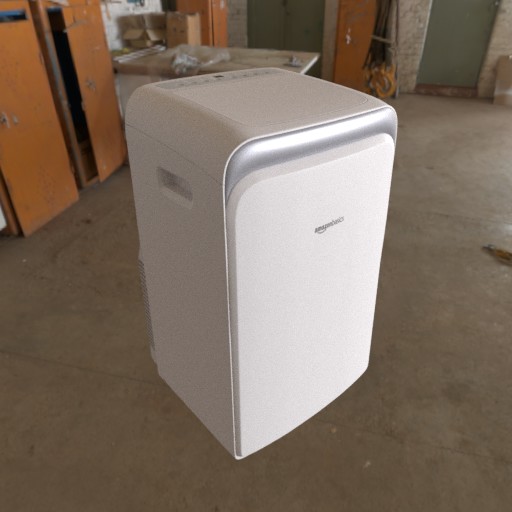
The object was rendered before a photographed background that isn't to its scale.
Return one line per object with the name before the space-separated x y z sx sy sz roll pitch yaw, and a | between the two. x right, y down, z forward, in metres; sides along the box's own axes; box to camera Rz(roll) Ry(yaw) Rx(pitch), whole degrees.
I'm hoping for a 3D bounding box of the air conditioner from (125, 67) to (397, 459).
air conditioner | 0.000 0.000 1.049 0.478 0.765 0.467 -23 39 -32
